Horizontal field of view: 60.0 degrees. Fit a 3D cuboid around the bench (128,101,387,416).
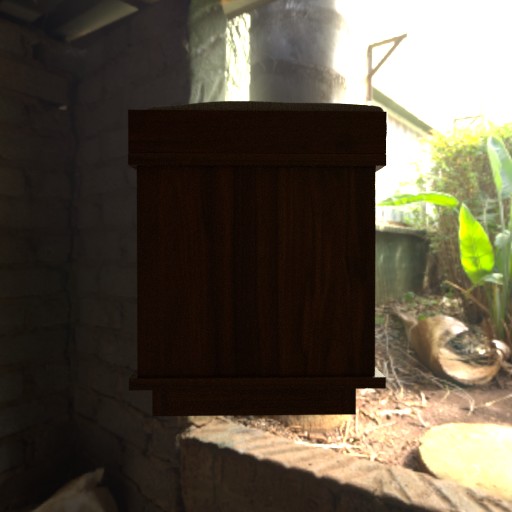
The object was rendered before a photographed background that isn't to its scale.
[{"bbox_3d":[0.000,0.000,0.969,0.362,0.461,0.734,0,1,-1],"label":"bench"}]
